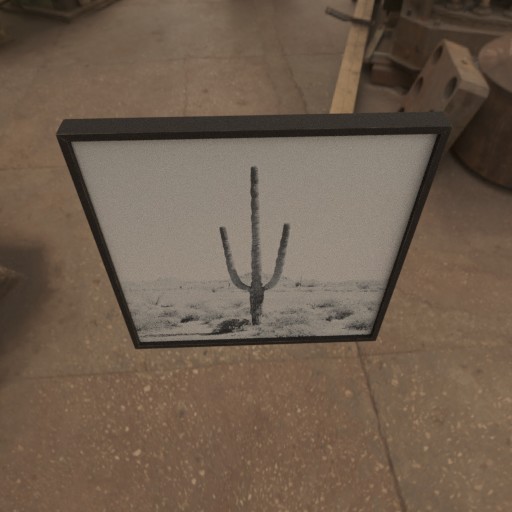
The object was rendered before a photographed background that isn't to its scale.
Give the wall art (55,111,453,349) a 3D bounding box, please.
[{"bbox_3d":[0.000,0.000,0.764,0.508,0.508,0.038,-2,47,-2],"label":"wall art"}]
